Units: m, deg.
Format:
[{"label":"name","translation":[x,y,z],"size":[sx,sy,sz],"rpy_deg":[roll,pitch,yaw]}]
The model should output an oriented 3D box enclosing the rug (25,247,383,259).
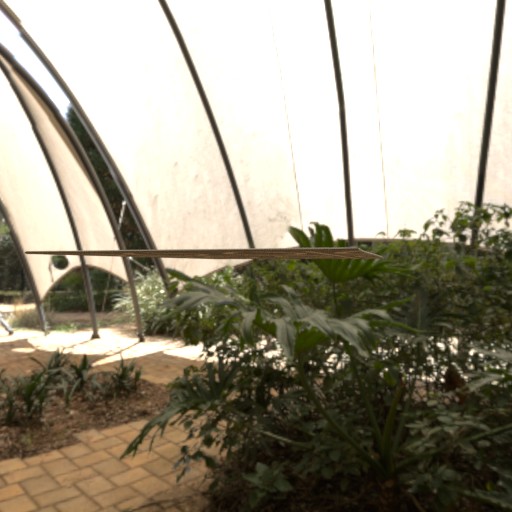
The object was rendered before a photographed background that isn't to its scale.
[{"label":"rug","translation":[0.000,0.000,2.908],"size":[1.528,0.014,2.294],"rpy_deg":[0,-1,18]}]
